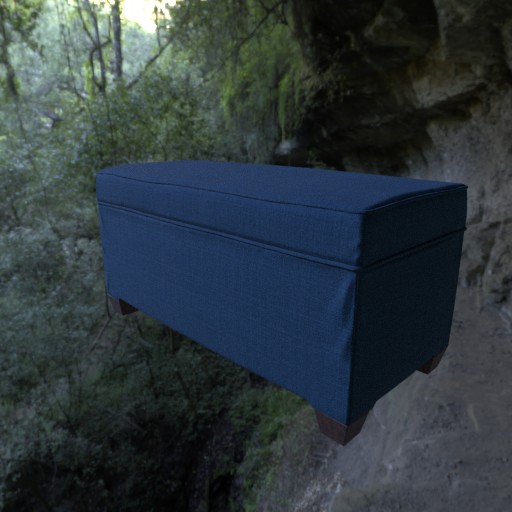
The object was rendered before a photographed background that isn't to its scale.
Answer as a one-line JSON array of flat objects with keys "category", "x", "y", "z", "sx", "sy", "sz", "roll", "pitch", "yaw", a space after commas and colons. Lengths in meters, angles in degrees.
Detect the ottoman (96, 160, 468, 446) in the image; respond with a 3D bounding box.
[{"category": "ottoman", "x": 0.000, "y": 0.000, "z": 1.207, "sx": 0.474, "sy": 0.474, "sz": 0.943, "roll": -16, "pitch": 23, "yaw": -42}]
